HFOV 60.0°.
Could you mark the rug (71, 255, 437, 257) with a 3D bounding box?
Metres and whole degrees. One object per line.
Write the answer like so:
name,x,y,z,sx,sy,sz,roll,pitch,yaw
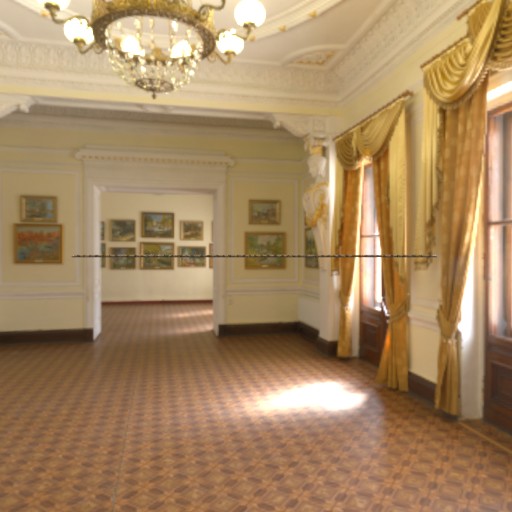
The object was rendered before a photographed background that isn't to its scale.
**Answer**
rug,0.000,0.000,2.229,1.144,0.008,1.752,0,0,0
